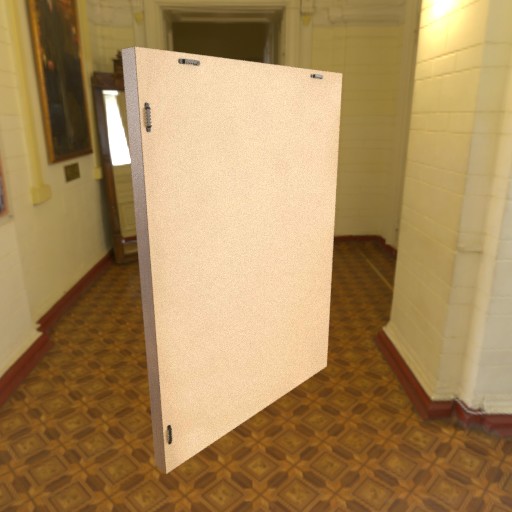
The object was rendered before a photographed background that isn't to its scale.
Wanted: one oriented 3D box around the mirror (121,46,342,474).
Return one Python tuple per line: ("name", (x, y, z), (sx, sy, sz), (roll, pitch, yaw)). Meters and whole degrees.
("mirror", (0.000, 0.000, 0.886), (0.039, 0.711, 0.508), (16, 23, 41))
